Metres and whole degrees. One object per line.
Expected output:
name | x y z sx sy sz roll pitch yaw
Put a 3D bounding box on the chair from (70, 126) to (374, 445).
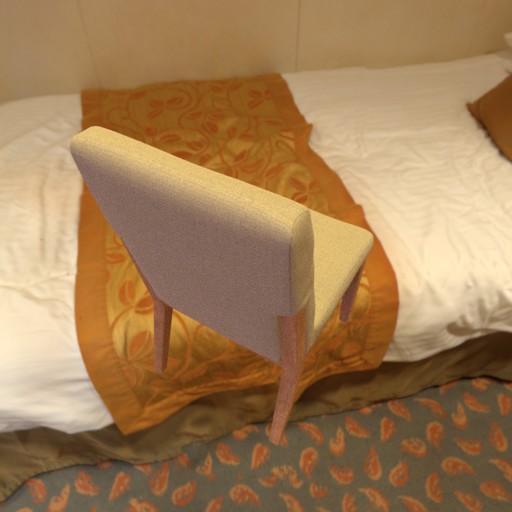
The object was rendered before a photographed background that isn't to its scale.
chair | 0.000 0.000 1.225 0.507 0.911 0.586 24 52 21
